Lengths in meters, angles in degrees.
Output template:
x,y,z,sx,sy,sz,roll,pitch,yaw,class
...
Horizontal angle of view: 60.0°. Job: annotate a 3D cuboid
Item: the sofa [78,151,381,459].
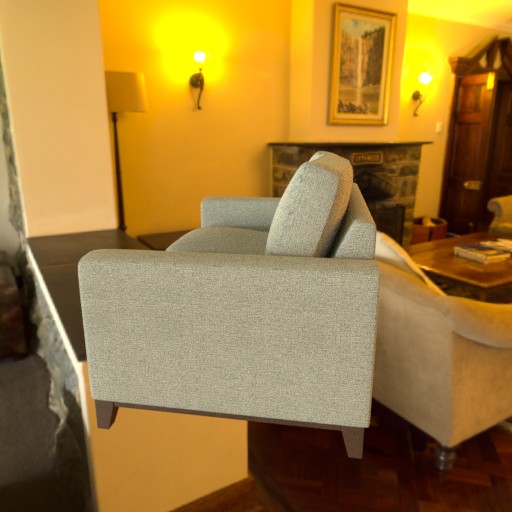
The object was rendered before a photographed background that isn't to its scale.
x,y,z,sx,sy,sz,roll,pitch,yaw,class
0.000,0.000,1.958,0.917,0.873,1.420,3,15,9,sofa
